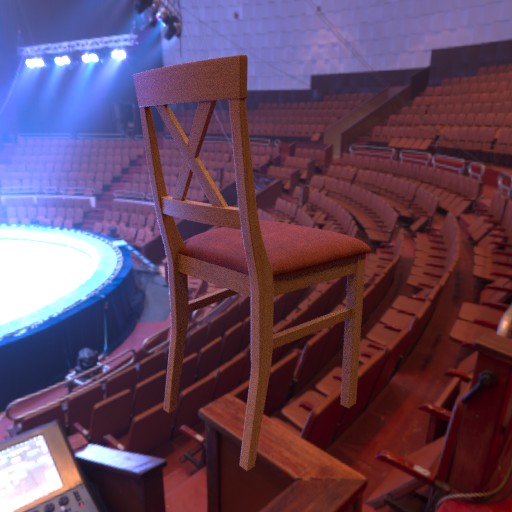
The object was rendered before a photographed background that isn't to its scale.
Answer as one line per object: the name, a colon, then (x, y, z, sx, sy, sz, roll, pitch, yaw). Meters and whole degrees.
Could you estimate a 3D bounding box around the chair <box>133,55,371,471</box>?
chair: (0.000, 0.000, 1.200, 0.439, 0.912, 0.492, 14, 21, 43)
